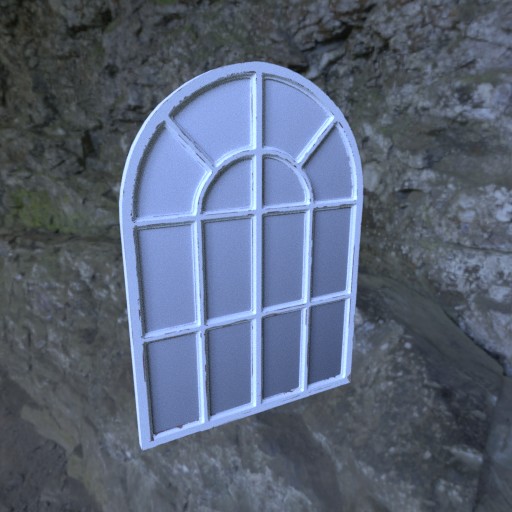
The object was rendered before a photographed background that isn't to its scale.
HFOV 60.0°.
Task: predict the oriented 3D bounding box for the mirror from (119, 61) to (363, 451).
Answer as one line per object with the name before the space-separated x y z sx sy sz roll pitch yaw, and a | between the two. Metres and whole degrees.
mirror | 0.000 0.000 1.141 0.660 0.920 0.032 -9 19 -26
